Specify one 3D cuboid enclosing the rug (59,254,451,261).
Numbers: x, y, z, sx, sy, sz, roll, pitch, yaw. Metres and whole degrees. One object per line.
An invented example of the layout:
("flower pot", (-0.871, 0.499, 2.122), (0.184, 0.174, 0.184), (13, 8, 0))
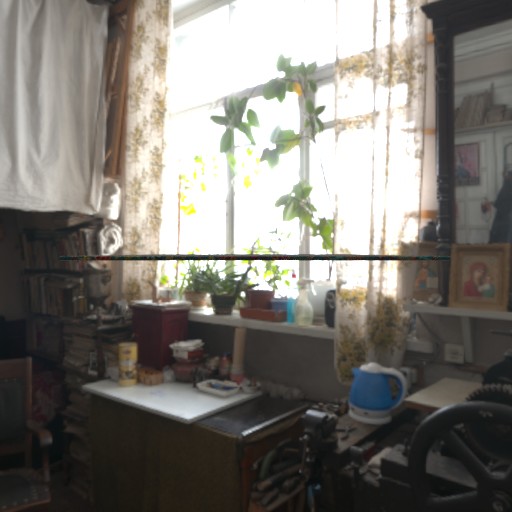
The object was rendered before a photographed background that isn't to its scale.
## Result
("rug", (0.000, 0.000, 2.284), (1.216, 0.014, 1.836), (0, 0, 0))
